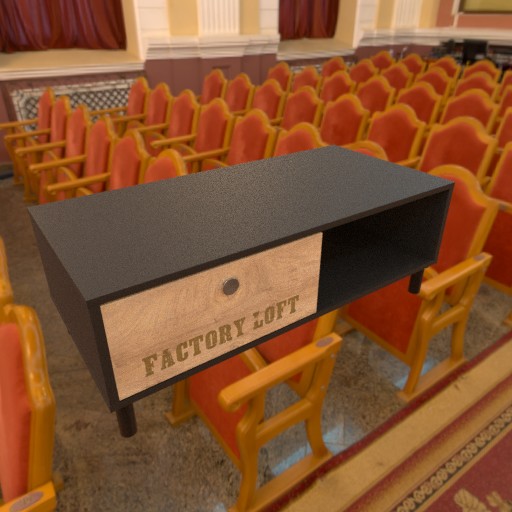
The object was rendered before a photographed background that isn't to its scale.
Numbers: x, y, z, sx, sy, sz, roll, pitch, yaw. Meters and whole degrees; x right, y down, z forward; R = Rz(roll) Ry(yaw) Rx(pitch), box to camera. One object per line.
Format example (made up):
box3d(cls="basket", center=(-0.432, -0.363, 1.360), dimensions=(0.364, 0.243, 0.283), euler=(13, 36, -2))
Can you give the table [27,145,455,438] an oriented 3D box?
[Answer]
box3d(cls="table", center=(0.000, 0.000, 1.346), dimensions=(1.100, 0.400, 0.550), euler=(-19, 34, -30))
